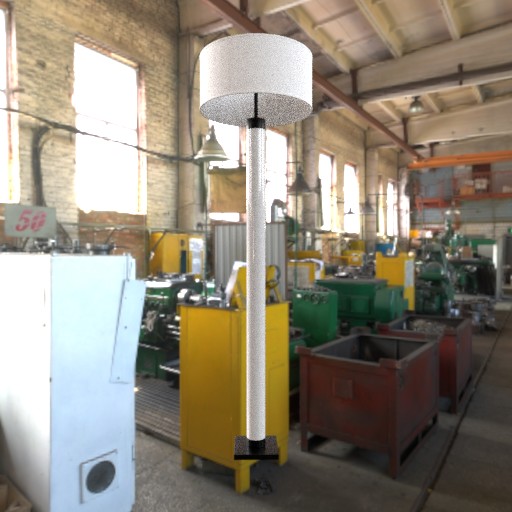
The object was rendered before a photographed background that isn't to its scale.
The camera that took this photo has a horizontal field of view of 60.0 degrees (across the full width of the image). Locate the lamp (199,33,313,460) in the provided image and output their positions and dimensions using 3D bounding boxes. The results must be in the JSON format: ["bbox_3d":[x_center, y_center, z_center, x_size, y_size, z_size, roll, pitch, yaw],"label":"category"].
[{"bbox_3d":[0.000,0.000,1.664,0.420,1.475,0.420,0,1,-1],"label":"lamp"}]
